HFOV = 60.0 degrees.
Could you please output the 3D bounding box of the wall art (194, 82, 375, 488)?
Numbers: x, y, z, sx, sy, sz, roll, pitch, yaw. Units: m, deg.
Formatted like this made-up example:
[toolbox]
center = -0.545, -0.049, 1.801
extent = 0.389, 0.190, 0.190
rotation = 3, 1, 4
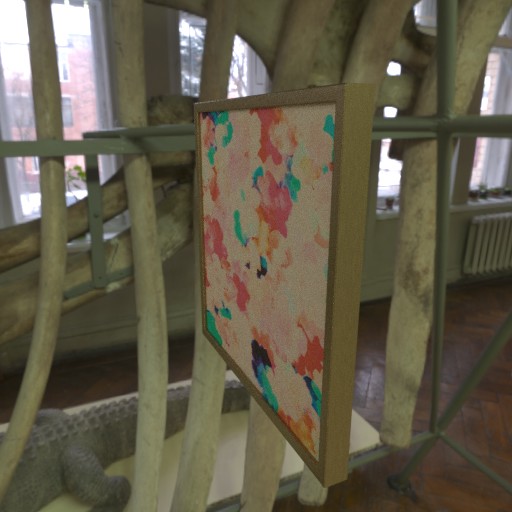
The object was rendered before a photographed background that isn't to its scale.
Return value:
[wall art]
center = 0.000, 0.000, 0.751
extent = 0.037, 0.509, 0.510
rotation = -8, 18, -24
